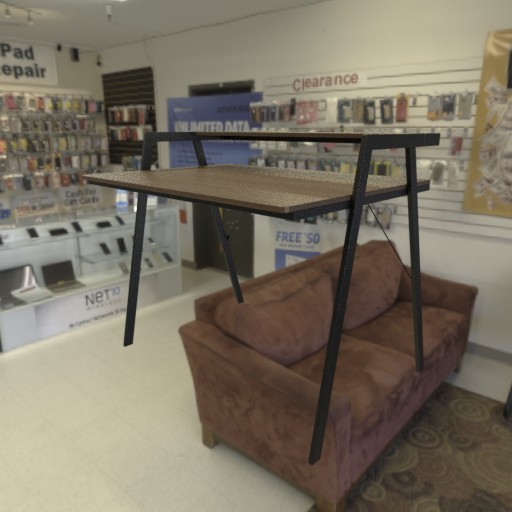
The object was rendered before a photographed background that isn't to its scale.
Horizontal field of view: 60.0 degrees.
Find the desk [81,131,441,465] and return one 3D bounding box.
[{"bbox_3d":[0.000,0.000,1.862,1.143,0.998,0.936,15,22,42],"label":"desk"}]
